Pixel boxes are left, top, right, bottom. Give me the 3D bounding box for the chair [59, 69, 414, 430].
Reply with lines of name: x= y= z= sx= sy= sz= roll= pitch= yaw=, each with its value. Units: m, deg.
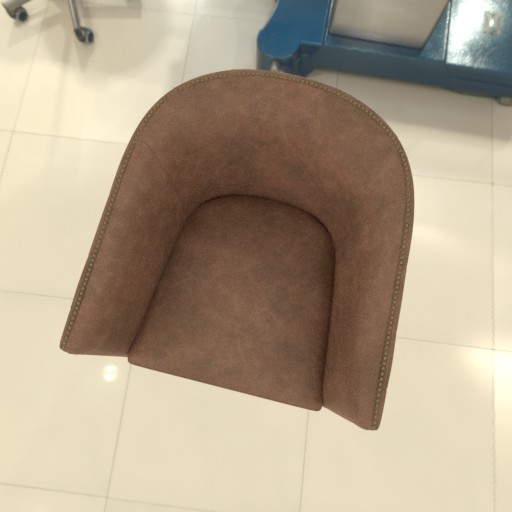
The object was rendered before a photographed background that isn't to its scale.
chair: x=0.000 y=0.000 z=1.487 sx=0.850 sy=0.790 sz=0.870 roll=13 pitch=77 yaw=3
